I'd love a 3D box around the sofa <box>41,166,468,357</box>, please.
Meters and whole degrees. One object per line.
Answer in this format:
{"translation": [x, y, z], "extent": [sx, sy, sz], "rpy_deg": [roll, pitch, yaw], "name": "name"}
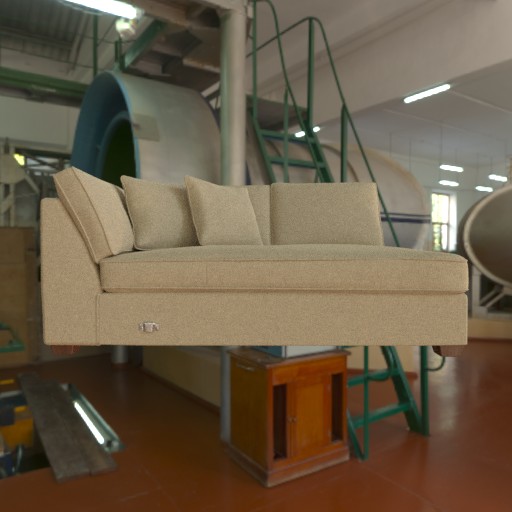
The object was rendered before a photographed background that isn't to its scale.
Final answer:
{"translation": [0.000, 0.000, 2.794], "extent": [2.237, 1.033, 1.110], "rpy_deg": [0, 1, 0], "name": "sofa"}
